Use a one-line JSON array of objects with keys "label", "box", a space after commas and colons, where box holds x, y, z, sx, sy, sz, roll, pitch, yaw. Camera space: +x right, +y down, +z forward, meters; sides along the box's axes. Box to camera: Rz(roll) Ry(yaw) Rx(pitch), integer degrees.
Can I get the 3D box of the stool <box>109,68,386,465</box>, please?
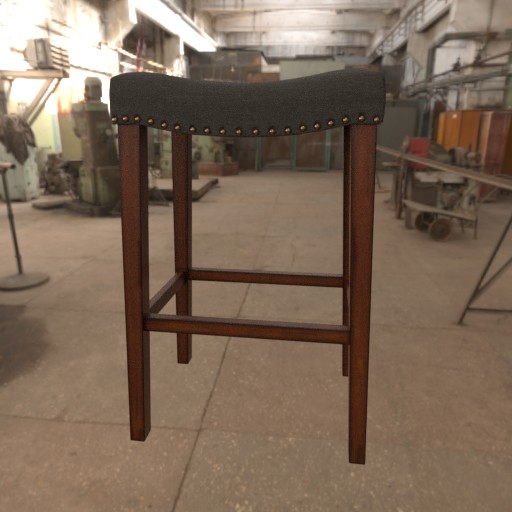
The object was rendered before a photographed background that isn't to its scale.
[{"label": "stool", "box": [0.000, 0.000, 1.000, 0.502, 0.760, 0.366, 2, 17, 8]}]
